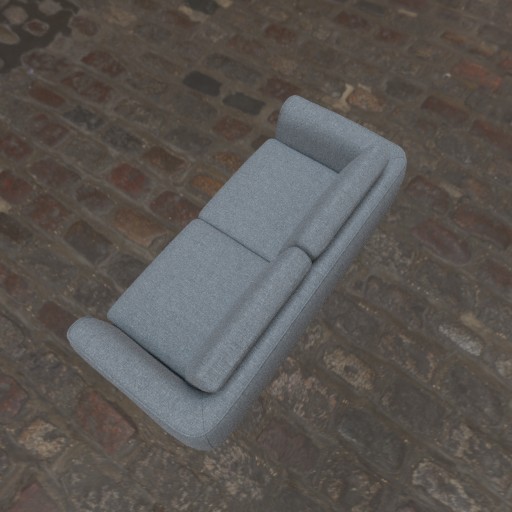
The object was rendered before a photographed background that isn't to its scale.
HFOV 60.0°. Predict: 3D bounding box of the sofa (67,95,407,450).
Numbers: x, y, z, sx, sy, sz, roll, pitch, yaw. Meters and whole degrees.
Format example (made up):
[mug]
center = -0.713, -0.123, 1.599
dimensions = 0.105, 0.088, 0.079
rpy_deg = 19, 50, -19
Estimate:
[sofa]
center = 0.000, 0.000, 2.512
dimensions = 0.920, 0.870, 2.000
rpy_deg = 33, 67, 16
